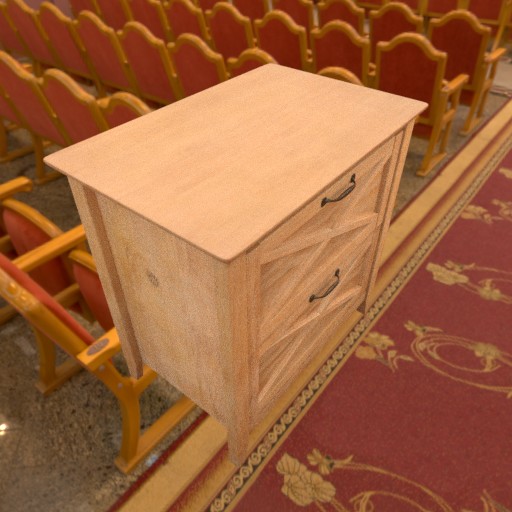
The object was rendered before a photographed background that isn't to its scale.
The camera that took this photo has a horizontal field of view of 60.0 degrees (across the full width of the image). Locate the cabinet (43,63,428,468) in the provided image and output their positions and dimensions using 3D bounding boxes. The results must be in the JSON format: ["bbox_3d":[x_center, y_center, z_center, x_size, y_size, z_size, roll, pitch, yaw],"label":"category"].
[{"bbox_3d":[0.000,0.000,1.247,0.503,0.762,0.763,28,48,28],"label":"cabinet"}]
